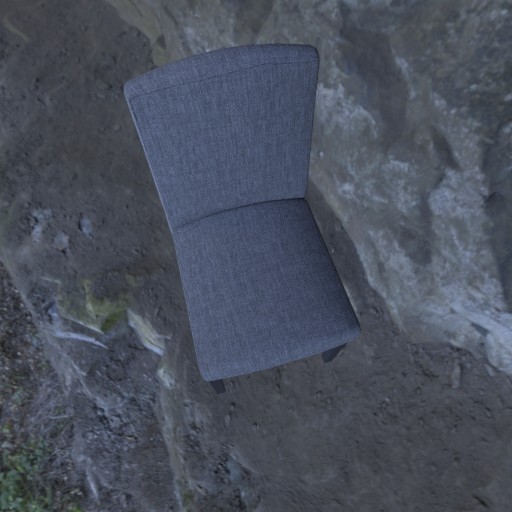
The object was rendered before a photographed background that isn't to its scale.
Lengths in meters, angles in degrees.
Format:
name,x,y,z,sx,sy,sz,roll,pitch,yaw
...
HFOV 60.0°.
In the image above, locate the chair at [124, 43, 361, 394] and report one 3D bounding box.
name,x,y,z,sx,sy,sz,roll,pitch,yaw
chair,0.000,0.000,1.244,0.451,0.917,0.580,-14,65,-7
